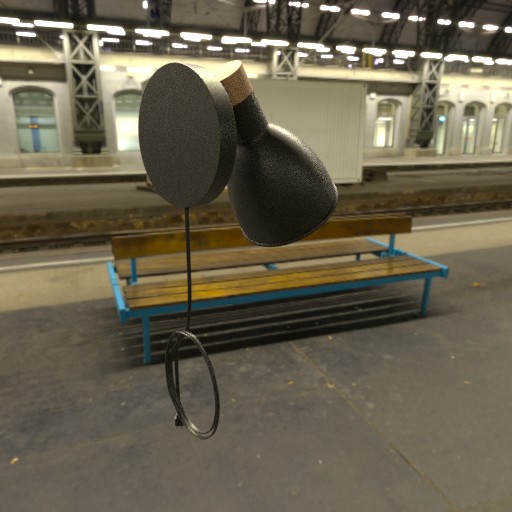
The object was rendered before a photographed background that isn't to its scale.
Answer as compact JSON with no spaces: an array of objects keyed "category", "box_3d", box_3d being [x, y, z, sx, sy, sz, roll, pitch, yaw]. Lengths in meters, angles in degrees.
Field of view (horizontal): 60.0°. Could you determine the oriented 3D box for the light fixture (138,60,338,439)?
[{"category":"light fixture","box_3d":[0.000,0.000,0.499,0.203,0.401,0.127,-15,21,-42]}]
